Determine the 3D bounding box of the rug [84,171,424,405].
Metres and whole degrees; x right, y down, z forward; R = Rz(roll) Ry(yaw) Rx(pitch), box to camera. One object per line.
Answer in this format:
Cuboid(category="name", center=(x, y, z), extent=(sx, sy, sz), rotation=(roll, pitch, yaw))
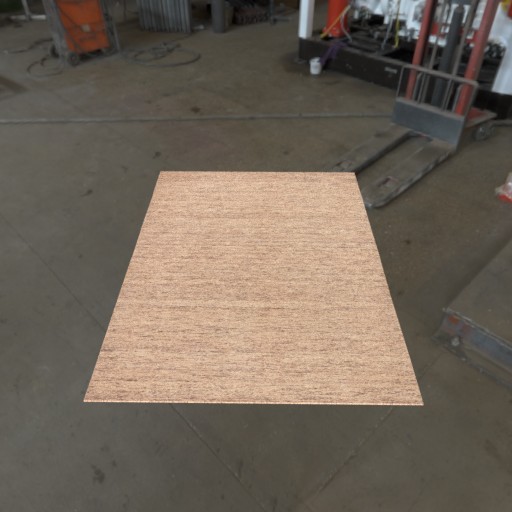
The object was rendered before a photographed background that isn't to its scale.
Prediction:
Cuboid(category="rug", center=(0.000, 0.000, 4.386), extent=(2.448, 0.013, 3.205), rotation=(0, 41, 0))
